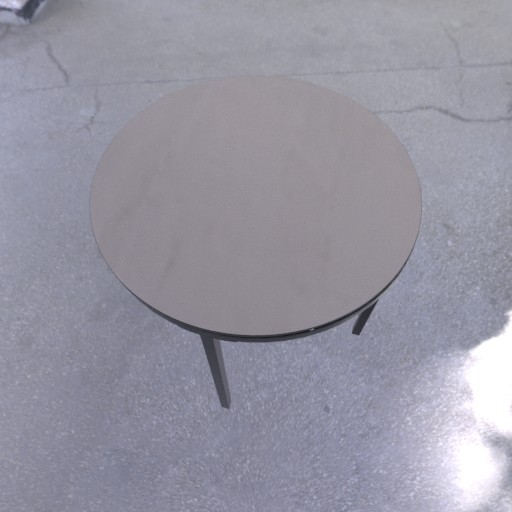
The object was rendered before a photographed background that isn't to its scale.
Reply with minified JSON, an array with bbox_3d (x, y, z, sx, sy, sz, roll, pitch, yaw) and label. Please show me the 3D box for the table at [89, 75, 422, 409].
[{"bbox_3d":[0.000,0.000,0.865,0.499,0.443,0.499,0,59,0],"label":"table"}]
